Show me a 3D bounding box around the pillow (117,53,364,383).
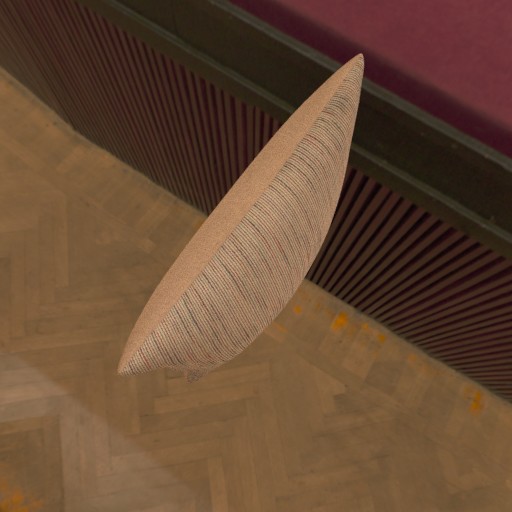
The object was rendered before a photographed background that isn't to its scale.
[{"bbox_3d":[0.000,0.000,0.770,0.178,0.506,0.512,34,77,9],"label":"pillow"}]
